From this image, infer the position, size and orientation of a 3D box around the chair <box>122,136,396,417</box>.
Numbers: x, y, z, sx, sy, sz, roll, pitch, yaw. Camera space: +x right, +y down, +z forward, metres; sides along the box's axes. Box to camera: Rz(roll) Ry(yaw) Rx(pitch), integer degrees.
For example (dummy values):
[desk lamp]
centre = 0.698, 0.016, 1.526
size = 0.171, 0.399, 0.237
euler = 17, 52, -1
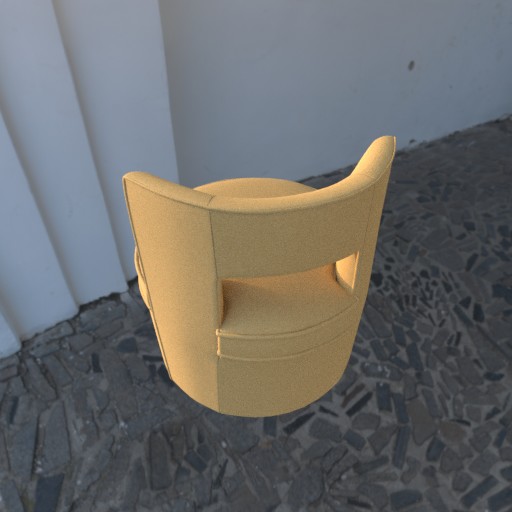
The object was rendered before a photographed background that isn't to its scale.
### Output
[chair]
centre = 0.000, 0.000, 1.238
size = 0.650, 0.723, 0.665
euler = -11, 41, -13
